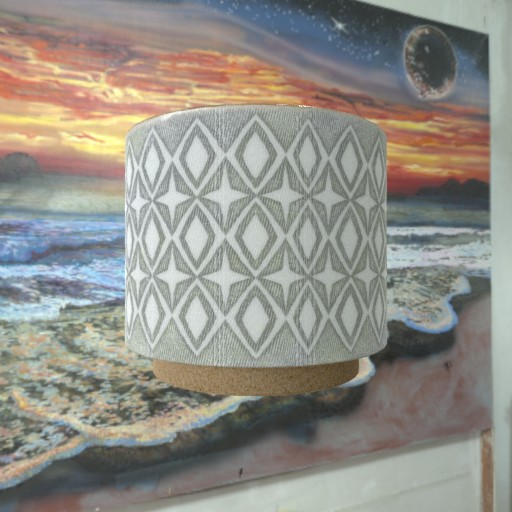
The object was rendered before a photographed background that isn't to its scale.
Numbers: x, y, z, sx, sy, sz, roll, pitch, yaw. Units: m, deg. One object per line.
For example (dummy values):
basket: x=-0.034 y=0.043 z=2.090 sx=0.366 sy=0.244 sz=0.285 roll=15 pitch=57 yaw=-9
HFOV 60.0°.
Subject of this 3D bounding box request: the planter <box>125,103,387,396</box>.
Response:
planter: x=0.000 y=0.000 z=0.449 sx=0.255 sy=0.223 sz=0.255 roll=0 pitch=0 yaw=0
